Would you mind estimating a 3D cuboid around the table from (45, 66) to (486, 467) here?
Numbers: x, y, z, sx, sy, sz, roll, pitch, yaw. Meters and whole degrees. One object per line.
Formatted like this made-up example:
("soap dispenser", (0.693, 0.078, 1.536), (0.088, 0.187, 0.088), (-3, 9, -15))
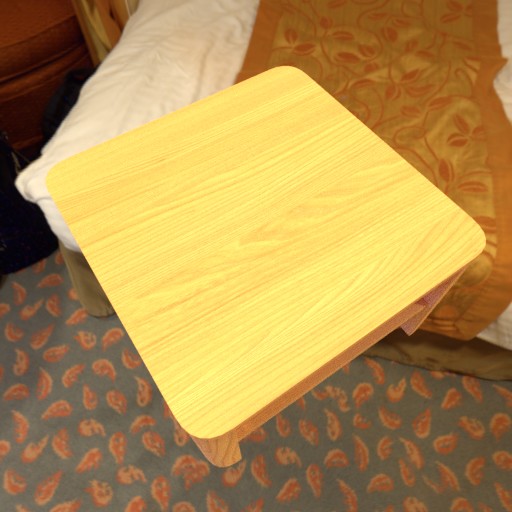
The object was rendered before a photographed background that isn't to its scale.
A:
("table", (0.000, 0.000, 1.195), (0.750, 0.450, 0.750), (-30, 63, -17))
